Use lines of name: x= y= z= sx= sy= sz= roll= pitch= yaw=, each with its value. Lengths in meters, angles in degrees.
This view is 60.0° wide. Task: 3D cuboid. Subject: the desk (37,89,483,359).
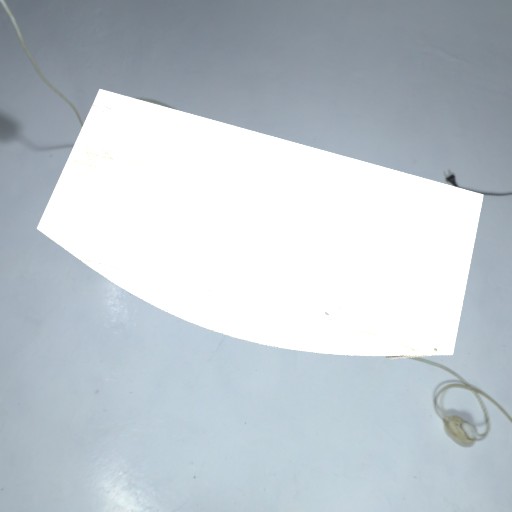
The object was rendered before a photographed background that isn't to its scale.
desk: x=0.000 y=0.000 z=2.046 sx=1.600 sy=0.752 sz=0.802 roll=17 pitch=76 yaw=4
